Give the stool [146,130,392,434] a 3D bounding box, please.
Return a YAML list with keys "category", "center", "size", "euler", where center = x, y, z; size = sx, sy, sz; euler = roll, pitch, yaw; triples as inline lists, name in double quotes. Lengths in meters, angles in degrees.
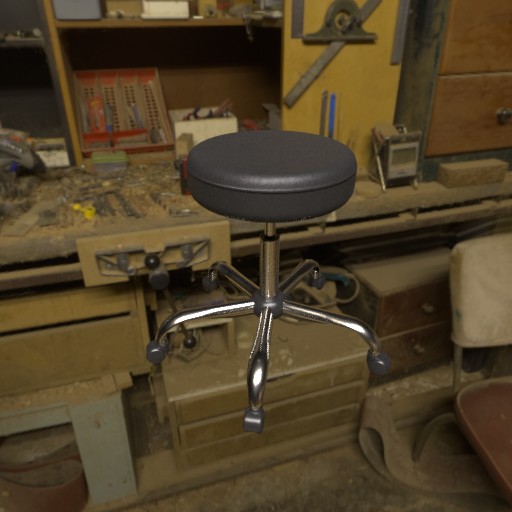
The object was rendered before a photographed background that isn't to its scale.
- category: "stool"
  center: [0.000, 0.000, 1.181]
  size: [0.638, 0.576, 0.673]
  euler: [-8, 30, -14]
